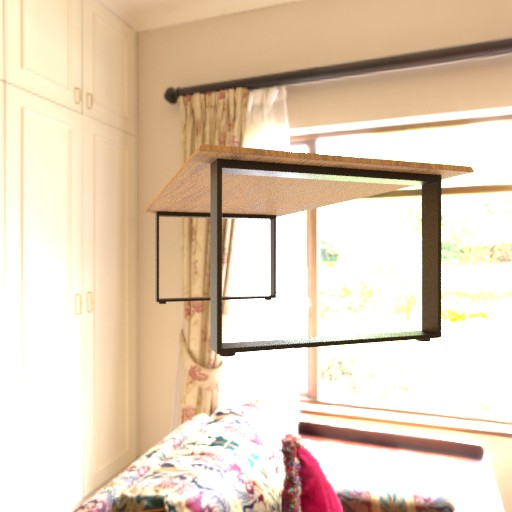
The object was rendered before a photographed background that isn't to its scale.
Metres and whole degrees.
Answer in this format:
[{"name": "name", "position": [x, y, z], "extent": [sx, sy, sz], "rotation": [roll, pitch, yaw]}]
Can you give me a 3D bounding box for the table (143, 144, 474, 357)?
[{"name": "table", "position": [0.000, 0.000, 1.621], "extent": [0.693, 0.445, 1.331], "rotation": [0, 0, -19]}]
